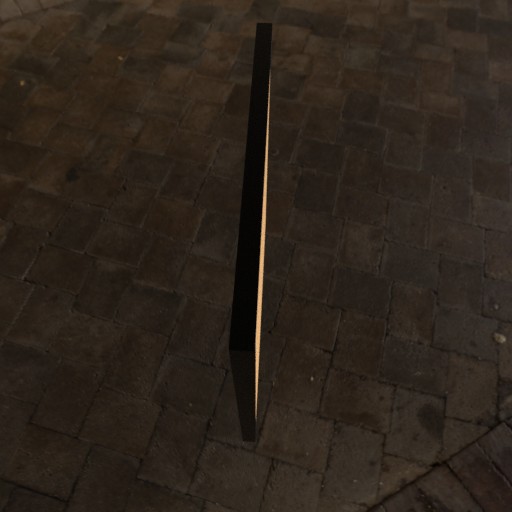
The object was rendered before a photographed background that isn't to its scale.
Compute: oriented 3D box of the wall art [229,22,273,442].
[{"bbox_3d":[0.000,0.000,1.113,0.036,0.755,0.756,2,59,2],"label":"wall art"}]
